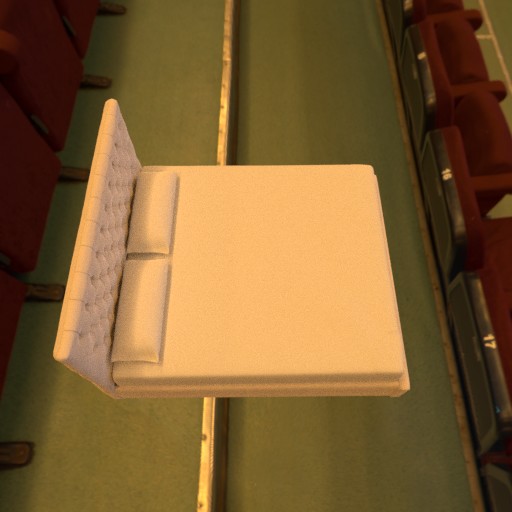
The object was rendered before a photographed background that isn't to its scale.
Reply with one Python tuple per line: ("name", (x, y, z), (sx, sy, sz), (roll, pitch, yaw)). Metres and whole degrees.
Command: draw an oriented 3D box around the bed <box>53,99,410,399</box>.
("bed", (0.000, 0.000, 3.626), (2.387, 1.427, 2.078), (0, 63, 0))
